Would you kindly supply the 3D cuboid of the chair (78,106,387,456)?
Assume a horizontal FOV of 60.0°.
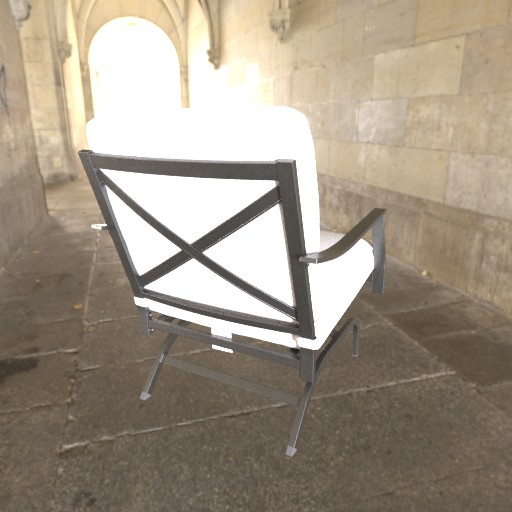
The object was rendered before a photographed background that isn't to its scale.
[{"bbox_3d":[0.000,0.000,1.371,0.650,0.860,0.787,9,19,27],"label":"chair"}]
